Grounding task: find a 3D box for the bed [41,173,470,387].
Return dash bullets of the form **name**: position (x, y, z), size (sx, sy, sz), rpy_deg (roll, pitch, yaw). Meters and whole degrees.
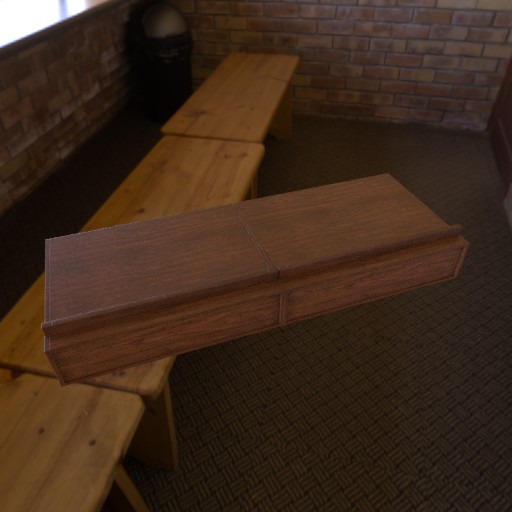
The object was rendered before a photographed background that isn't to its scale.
- **bed**: position (0.000, 0.000, 2.370), size (2.057, 0.326, 0.787), rpy_deg (-13, 42, -15)
